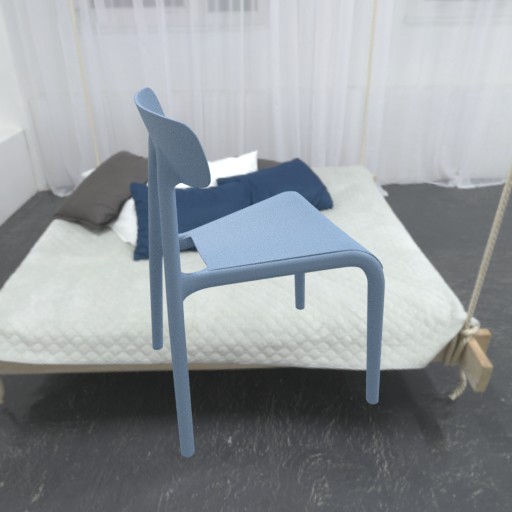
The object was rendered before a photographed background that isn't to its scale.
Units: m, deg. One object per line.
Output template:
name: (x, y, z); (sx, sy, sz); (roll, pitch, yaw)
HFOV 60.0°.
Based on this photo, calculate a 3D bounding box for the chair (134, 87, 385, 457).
chair: (0.000, 0.000, 0.829); (0.401, 0.580, 0.356); (-11, 32, -18)
